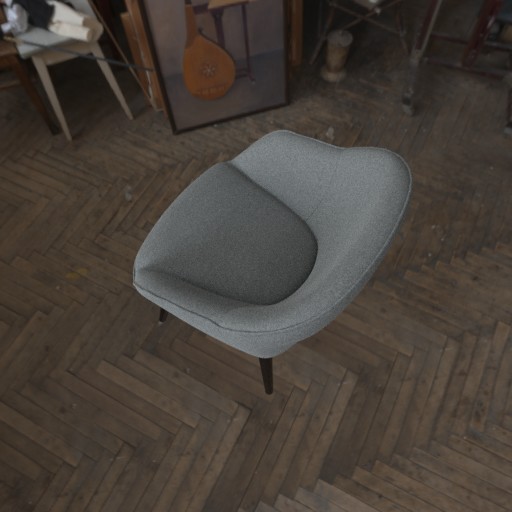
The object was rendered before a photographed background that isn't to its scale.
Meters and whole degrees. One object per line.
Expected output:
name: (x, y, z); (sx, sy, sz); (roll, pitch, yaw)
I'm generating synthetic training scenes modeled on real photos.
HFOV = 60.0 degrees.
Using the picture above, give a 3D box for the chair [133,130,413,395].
chair: (0.000, 0.000, 1.258); (0.611, 0.810, 0.589); (31, 68, 14)
